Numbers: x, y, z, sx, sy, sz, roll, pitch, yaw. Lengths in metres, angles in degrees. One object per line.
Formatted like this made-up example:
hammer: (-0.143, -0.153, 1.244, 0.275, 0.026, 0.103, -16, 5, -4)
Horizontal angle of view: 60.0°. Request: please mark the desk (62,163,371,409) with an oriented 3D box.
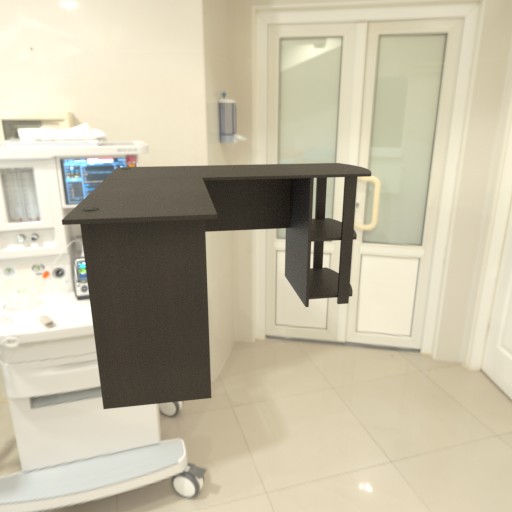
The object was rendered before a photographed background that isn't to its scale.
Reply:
desk: (0.000, 0.000, 2.108, 1.361, 0.716, 1.303, -3, 18, -9)
